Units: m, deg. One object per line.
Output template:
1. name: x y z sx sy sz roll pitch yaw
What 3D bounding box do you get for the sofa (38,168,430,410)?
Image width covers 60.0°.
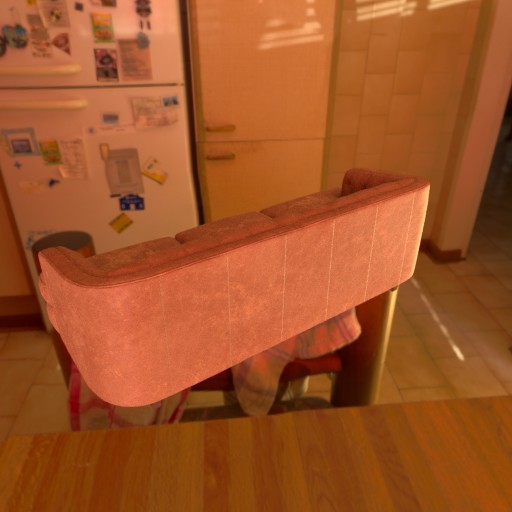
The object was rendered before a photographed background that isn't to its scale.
1. sofa: 0.000 0.000 2.636 2.257 0.791 0.922 -19 35 -30
